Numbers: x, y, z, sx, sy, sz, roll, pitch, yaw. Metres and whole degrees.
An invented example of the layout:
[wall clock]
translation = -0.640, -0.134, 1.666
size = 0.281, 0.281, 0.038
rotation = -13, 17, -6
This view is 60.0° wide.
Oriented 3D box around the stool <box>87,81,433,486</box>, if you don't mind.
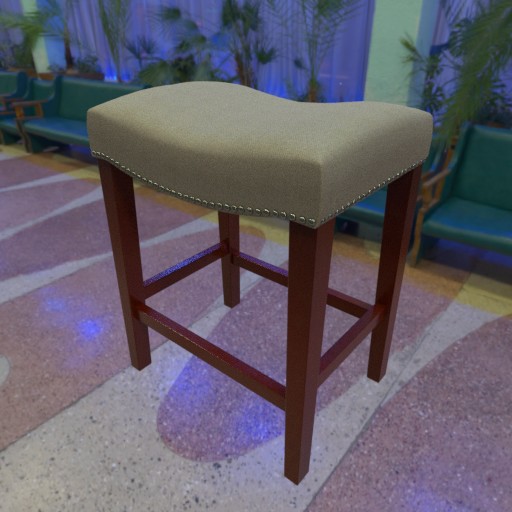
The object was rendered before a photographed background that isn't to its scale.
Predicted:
[stool]
translation = 0.000, 0.000, 0.917
size = 0.509, 0.632, 0.375
rotation = 22, 36, 34
